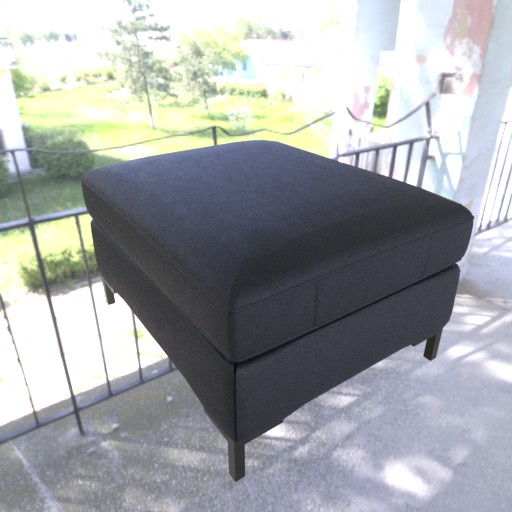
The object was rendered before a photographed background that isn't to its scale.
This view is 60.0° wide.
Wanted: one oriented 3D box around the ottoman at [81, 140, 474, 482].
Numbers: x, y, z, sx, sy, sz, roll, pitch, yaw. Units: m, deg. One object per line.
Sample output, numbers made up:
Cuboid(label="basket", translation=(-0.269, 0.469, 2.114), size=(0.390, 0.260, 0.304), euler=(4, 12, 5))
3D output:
Cuboid(label="ottoman", translation=(0.000, 0.000, 1.755), size=(0.967, 0.696, 1.187), euler=(-18, 33, -30))
